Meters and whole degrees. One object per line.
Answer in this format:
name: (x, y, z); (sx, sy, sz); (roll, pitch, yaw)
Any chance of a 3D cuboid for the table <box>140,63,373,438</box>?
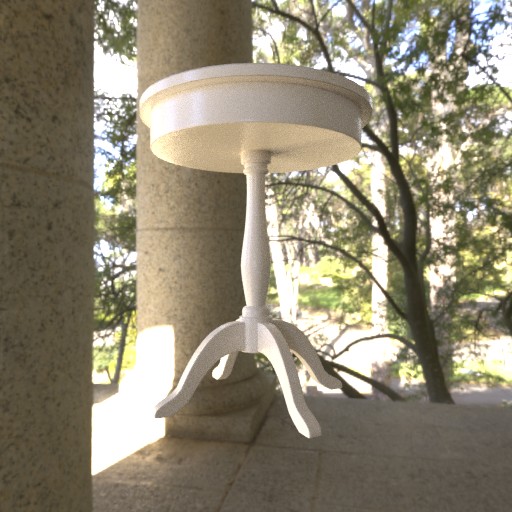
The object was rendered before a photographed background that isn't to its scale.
table: (0.000, 0.000, 1.005); (0.513, 0.653, 0.513); (0, 0, 0)
